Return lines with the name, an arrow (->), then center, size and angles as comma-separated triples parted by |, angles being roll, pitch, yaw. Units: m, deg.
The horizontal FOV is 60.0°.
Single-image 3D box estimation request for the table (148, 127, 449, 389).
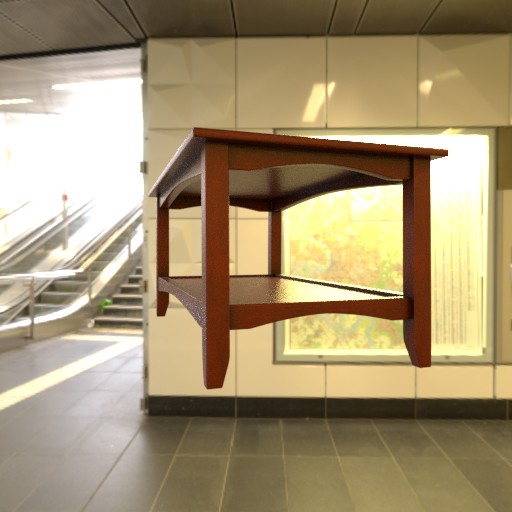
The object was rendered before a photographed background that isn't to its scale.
table -> 0.000, 0.000, 1.283 | 0.533, 0.456, 0.943 | 0, 1, -18
